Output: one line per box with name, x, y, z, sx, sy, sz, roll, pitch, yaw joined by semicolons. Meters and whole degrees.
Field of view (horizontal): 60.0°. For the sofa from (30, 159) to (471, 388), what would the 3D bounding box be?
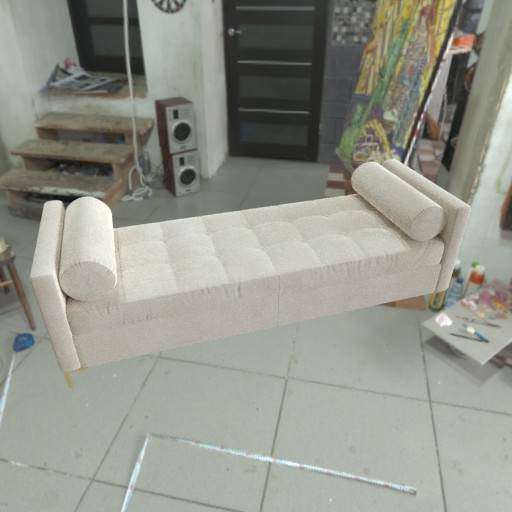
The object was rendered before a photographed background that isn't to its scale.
sofa;0.000;0.000;2.324;1.981;0.635;0.686;-10;34;-14
